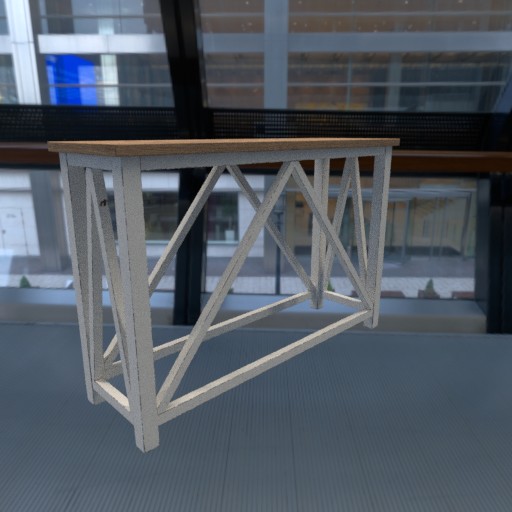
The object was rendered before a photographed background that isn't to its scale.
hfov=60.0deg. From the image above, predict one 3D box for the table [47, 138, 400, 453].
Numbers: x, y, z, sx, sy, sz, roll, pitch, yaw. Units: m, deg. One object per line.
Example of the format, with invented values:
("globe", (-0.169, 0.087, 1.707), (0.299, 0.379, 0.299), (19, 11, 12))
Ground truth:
("table", (0.000, 0.000, 1.837), (1.400, 0.930, 0.450), (-15, 21, -42))
